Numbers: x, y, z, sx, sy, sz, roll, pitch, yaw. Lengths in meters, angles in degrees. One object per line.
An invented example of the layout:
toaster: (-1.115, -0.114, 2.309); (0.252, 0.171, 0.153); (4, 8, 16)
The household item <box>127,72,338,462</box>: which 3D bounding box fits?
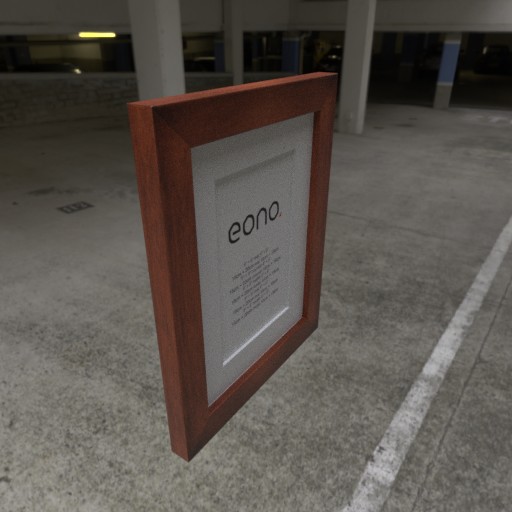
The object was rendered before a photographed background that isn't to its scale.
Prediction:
household item: (0.000, 0.000, 0.345); (0.020, 0.250, 0.200); (18, 32, 31)
